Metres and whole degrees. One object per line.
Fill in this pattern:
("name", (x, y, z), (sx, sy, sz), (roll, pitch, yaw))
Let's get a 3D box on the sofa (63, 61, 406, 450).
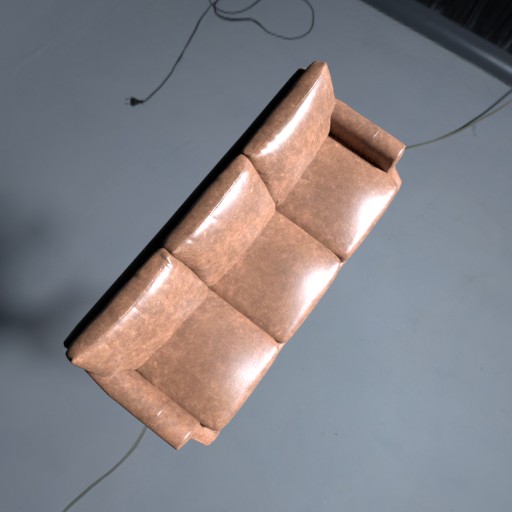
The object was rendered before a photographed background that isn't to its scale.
("sofa", (0.000, 0.000, 2.812), (0.973, 0.977, 2.351), (37, 78, 9))
